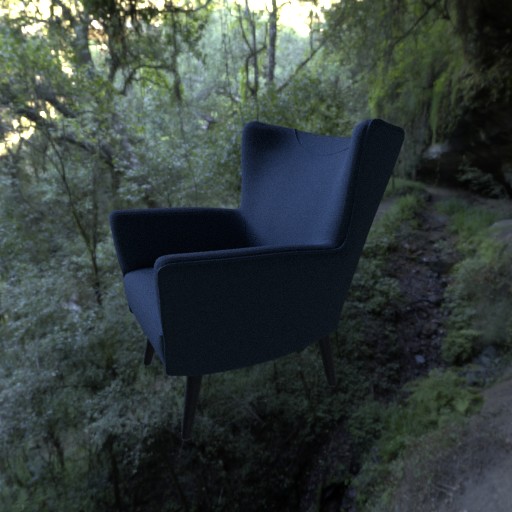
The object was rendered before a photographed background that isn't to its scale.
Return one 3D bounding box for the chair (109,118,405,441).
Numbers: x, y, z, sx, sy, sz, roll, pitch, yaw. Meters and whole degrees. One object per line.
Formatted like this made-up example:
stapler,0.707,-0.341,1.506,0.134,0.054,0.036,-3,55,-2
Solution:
chair,0.000,0.000,1.585,0.888,0.933,0.781,-8,18,-26
